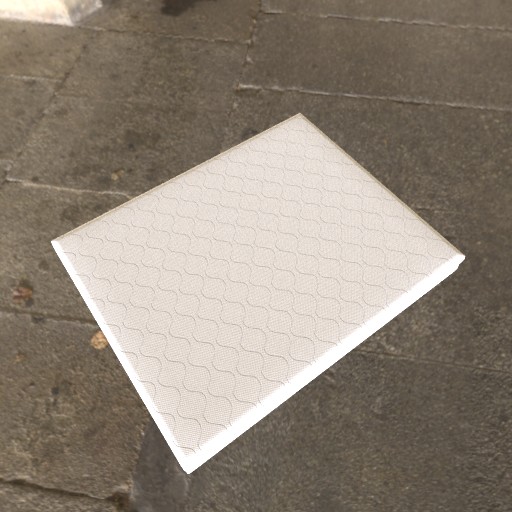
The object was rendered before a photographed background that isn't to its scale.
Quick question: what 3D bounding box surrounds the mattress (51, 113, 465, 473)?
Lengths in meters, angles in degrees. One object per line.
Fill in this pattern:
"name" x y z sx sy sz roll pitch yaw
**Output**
"mattress" 0.000 0.000 2.795 2.000 0.200 1.600 -32 63 -18
